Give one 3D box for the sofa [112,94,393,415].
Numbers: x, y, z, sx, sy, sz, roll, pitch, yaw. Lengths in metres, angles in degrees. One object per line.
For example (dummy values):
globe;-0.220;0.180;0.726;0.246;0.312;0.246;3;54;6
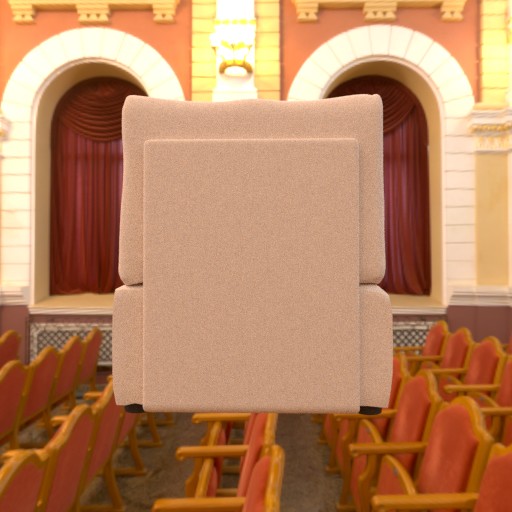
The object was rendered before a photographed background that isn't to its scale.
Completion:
sofa;0.000;0.000;1.579;0.700;0.820;1.000;0;-1;1
